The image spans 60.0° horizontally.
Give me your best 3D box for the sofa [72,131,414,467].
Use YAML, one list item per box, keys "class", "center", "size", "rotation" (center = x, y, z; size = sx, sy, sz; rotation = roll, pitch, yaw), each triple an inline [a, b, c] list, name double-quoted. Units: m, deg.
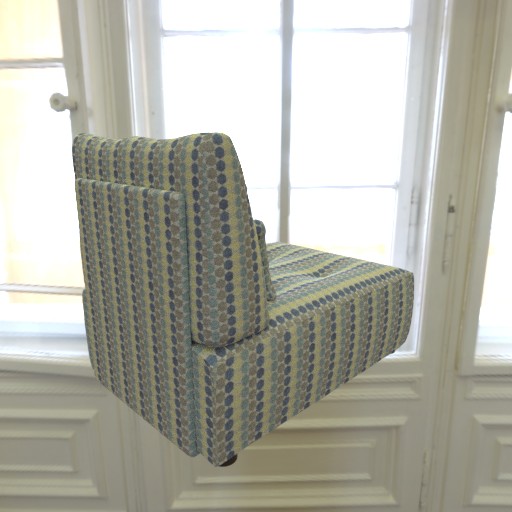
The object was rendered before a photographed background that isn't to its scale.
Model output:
- class: "sofa"
  center: [0.000, 0.000, 1.538]
  size: [1.000, 0.820, 0.700]
  rotation: [-14, 20, -43]
